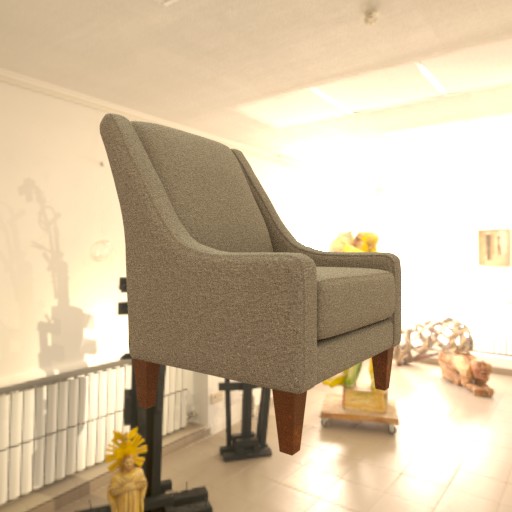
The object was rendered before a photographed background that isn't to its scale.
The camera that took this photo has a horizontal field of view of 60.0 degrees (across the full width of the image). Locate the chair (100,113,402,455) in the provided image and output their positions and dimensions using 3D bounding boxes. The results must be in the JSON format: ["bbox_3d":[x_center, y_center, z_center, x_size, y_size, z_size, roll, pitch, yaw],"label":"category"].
[{"bbox_3d":[0.000,0.000,1.636,0.870,1.016,0.774,0,1,37],"label":"chair"}]
